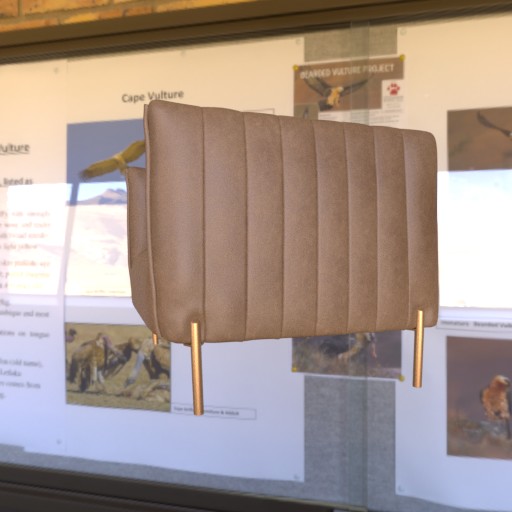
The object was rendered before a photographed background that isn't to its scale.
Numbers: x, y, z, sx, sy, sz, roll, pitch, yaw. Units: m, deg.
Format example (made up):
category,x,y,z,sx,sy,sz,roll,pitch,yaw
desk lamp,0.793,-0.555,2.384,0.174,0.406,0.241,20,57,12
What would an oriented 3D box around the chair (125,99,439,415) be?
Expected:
category,x,y,z,sx,sy,sz,roll,pitch,yaw
chair,0.000,0.000,1.623,0.876,0.779,0.981,0,0,-19
